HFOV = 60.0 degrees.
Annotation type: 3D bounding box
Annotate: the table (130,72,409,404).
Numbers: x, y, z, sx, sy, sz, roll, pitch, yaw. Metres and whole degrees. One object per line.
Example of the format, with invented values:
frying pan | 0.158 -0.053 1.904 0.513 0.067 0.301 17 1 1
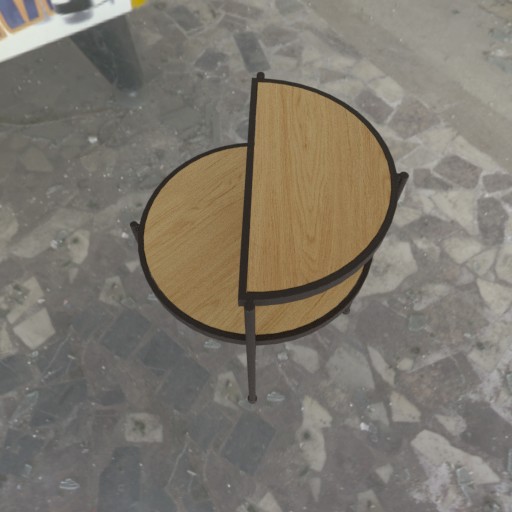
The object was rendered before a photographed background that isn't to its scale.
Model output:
table | 0.000 0.000 1.195 0.628 0.684 0.629 2 60 1
